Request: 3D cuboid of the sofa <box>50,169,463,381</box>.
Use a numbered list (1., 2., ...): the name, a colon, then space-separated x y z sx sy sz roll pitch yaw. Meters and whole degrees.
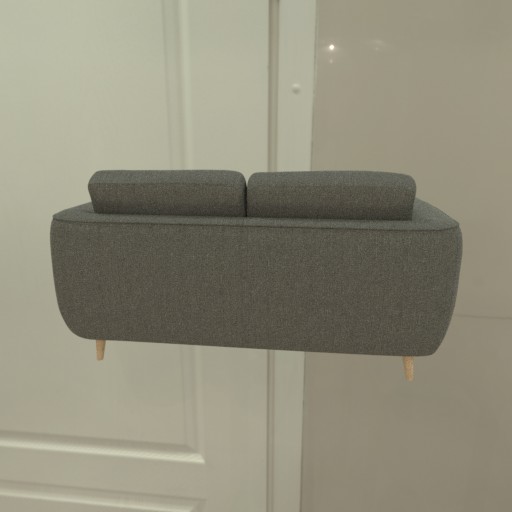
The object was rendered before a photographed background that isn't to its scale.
1. sofa: 0.000 0.000 2.152 1.700 0.870 0.920 2 16 7
